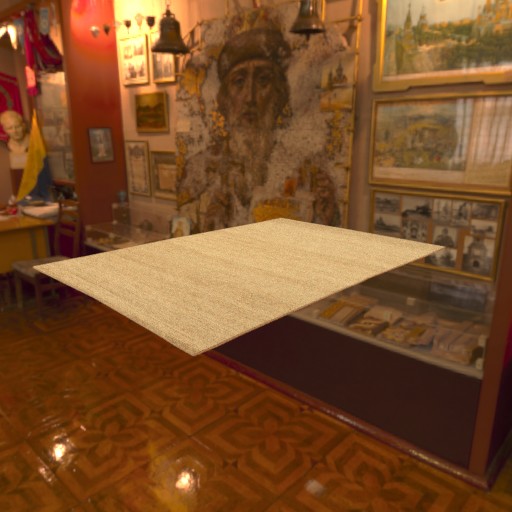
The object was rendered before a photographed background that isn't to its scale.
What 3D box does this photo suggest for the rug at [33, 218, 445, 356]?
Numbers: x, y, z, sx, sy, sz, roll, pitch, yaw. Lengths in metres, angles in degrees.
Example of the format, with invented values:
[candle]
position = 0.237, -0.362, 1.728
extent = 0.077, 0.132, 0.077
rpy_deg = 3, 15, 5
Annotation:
[rug]
position = 0.000, 0.000, 2.952
extent = 1.596, 0.030, 2.283
rpy_deg = 15, 21, 43
